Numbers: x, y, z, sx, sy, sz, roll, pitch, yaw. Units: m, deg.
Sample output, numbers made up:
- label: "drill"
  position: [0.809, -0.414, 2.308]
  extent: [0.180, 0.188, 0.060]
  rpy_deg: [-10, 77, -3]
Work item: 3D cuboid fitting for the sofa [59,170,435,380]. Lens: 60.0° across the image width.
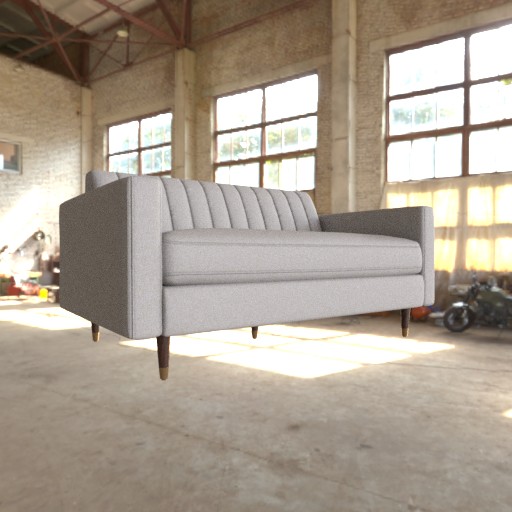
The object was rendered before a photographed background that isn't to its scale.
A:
- label: "sofa"
  position: [0.000, 0.000, 2.136]
  extent: [1.585, 0.801, 0.950]
  rpy_deg: [0, 1, -36]
